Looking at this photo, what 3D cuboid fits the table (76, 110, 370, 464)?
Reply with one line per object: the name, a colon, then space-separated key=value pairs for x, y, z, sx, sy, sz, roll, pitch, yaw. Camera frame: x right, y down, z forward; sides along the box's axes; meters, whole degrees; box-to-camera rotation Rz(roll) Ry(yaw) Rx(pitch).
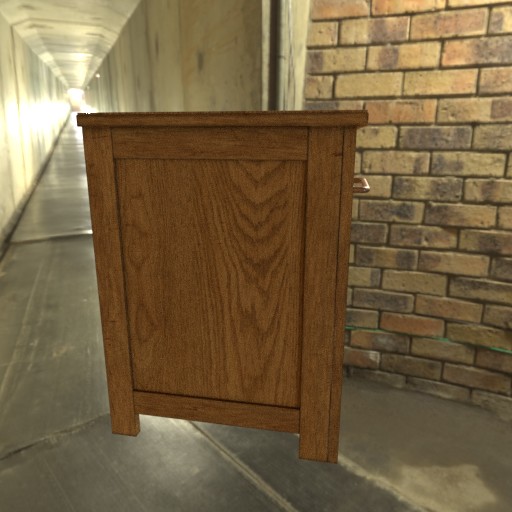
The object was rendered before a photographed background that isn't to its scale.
table: x=0.000 y=0.000 z=1.051 sx=0.494 sy=0.625 sz=0.601 roll=3 pitch=16 yaw=11
